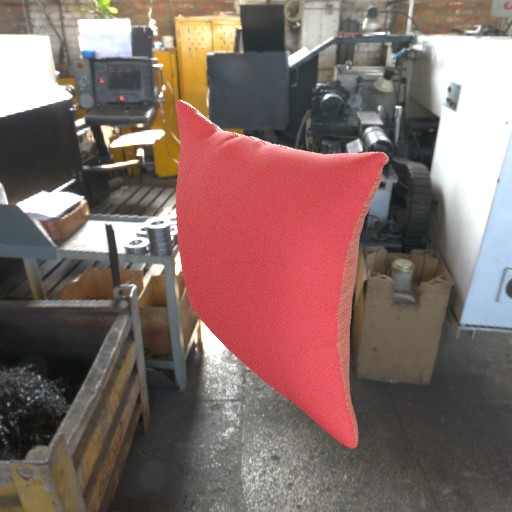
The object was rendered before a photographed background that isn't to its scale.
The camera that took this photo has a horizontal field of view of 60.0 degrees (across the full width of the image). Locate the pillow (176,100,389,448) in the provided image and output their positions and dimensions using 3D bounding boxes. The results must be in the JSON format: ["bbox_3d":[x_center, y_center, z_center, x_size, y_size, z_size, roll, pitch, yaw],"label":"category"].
[{"bbox_3d":[0.000,0.000,0.831,0.229,0.501,0.559,-19,32,-32],"label":"pillow"}]
